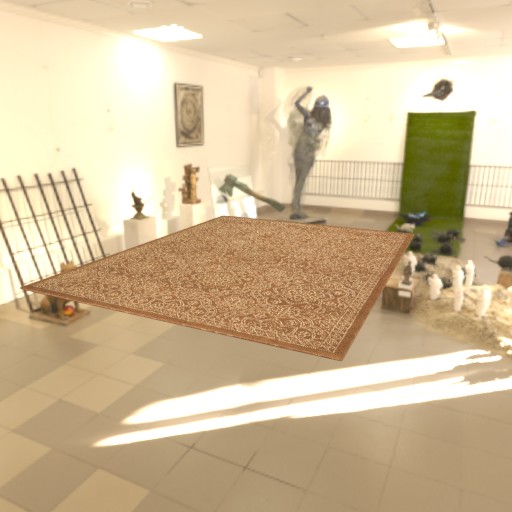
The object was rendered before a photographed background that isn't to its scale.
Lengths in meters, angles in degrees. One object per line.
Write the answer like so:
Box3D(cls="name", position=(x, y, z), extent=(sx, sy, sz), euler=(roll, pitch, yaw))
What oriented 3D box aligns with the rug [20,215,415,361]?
Box3D(cls="rug", position=(0.000, 0.000, 4.101), extent=(2.441, 0.015, 3.050), euler=(8, 18, 24))
